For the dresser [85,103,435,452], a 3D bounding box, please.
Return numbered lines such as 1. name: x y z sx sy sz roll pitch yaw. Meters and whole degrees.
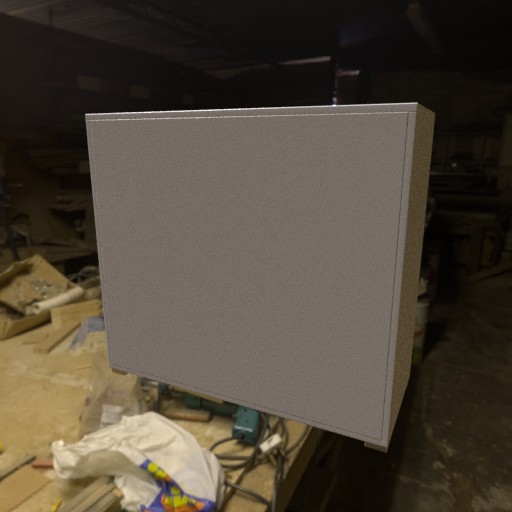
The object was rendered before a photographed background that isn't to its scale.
1. dresser: 0.000 0.000 1.632 1.100 1.000 0.460 7 16 25
